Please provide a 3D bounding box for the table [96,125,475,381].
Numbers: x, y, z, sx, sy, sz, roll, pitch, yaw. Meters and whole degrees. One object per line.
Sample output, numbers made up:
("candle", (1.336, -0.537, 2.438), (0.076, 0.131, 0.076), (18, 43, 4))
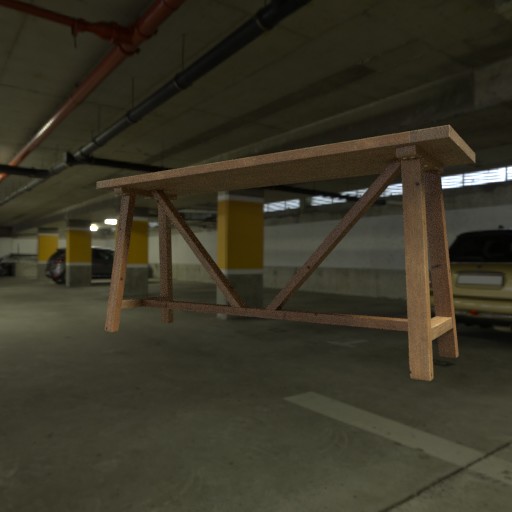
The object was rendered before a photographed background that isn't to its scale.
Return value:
("table", (0.000, 0.000, 2.085), (1.800, 0.810, 0.465), (0, 0, 35))
